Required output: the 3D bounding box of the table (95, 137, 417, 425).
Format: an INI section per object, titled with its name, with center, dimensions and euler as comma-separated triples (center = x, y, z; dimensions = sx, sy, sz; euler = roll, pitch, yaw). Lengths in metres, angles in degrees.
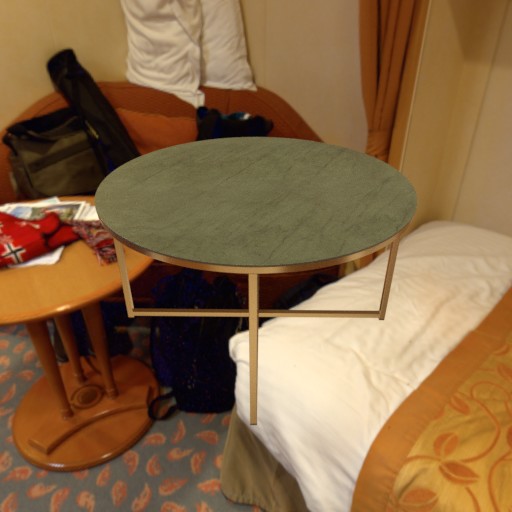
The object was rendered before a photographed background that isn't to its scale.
[table]
center = 0.000, 0.000, 1.267
dimensions = 0.800, 0.450, 0.800
euler = 0, 31, 0
